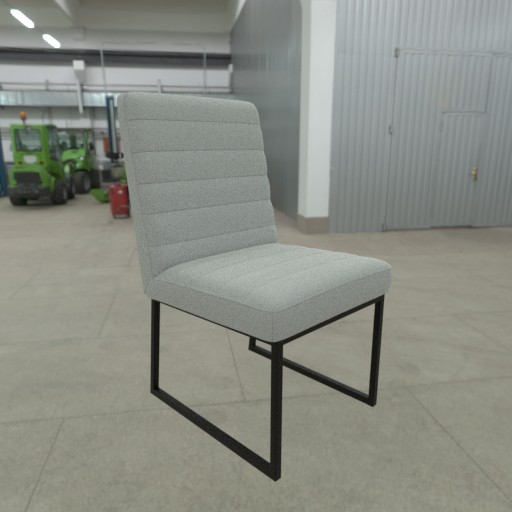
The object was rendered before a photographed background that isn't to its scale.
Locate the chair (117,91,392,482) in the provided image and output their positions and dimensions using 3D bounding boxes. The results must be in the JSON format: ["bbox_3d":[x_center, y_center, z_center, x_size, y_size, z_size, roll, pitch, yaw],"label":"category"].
[{"bbox_3d":[0.000,0.000,1.312,0.520,0.930,0.634,-14,20,-43],"label":"chair"}]
